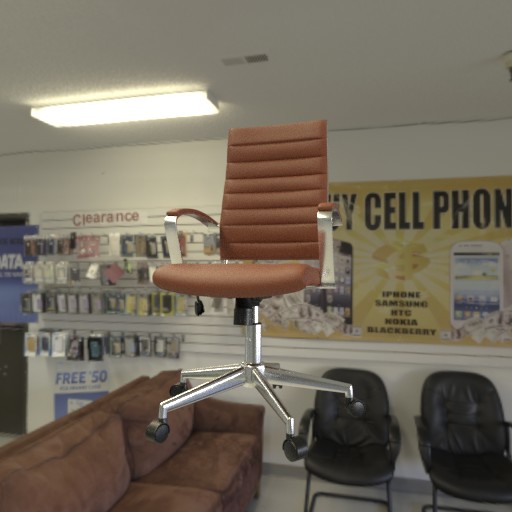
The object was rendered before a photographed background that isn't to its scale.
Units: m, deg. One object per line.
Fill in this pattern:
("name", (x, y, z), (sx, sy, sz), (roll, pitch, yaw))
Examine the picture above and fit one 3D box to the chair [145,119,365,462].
("chair", (0.000, 0.000, 1.625), (0.766, 1.149, 0.739), (0, -1, 17))
